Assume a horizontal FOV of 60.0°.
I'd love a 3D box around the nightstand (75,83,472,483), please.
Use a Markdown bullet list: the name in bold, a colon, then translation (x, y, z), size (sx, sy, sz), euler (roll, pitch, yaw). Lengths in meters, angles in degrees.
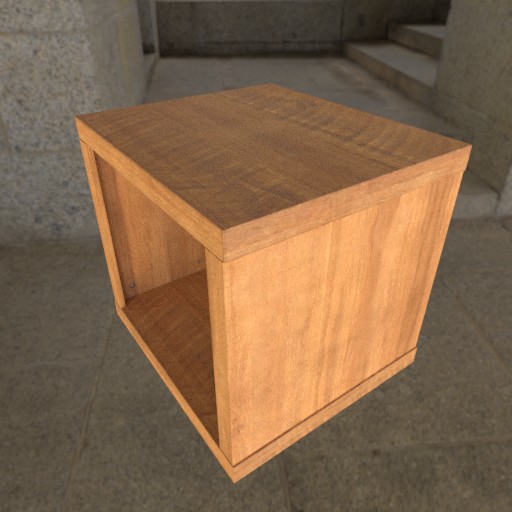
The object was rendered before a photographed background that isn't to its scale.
- **nightstand**: translation (0.000, 0.000, 0.848), size (0.436, 0.491, 0.493), euler (-21, 39, -29)
